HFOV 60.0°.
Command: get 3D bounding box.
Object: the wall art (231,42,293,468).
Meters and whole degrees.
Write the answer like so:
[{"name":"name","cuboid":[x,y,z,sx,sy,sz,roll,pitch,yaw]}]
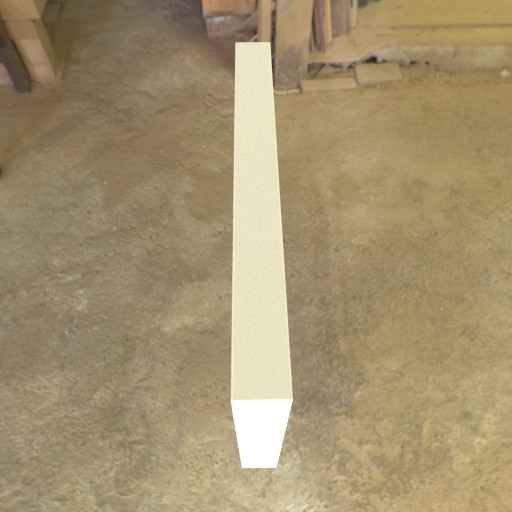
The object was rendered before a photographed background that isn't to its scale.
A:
[{"name":"wall art","cuboid":[0.000,0.000,0.480,0.038,0.259,0.381,-1,56,-1]}]
